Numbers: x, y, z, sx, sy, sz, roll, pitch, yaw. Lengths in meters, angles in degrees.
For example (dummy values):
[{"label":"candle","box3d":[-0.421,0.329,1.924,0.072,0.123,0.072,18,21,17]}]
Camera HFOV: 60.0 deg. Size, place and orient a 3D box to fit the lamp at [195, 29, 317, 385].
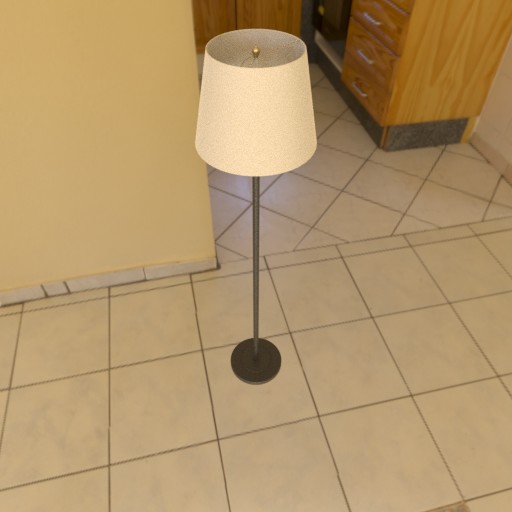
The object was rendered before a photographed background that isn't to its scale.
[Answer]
[{"label":"lamp","box3d":[0.000,0.000,1.616,0.348,1.473,0.348,-17,48,-16]}]
